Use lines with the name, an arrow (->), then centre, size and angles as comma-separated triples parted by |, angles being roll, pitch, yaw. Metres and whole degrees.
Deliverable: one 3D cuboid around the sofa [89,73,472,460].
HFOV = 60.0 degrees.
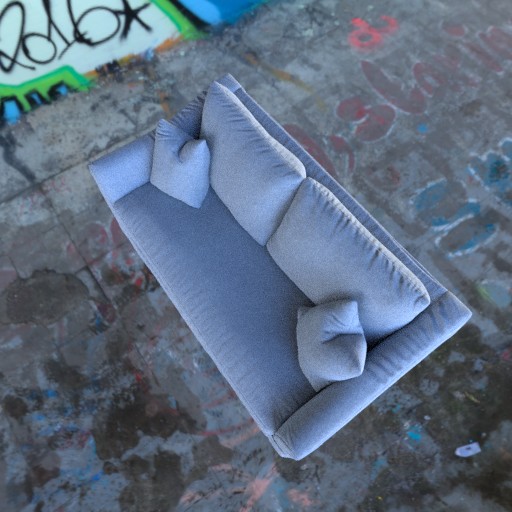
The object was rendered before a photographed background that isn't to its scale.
sofa -> 0.000, 0.000, 2.587 | 1.072, 1.018, 2.010 | -33, 67, -16
